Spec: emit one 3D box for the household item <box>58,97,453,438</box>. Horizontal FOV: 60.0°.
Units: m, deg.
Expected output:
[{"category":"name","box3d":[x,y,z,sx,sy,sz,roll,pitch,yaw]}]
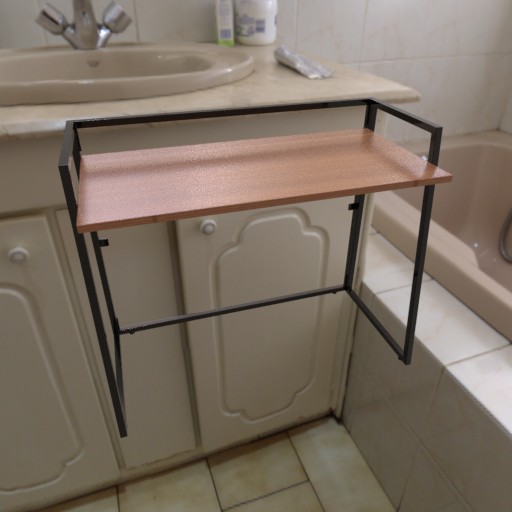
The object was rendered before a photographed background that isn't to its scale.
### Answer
[{"category":"household item","box3d":[0.000,0.000,1.497,1.050,0.860,0.510,-9,33,-15]}]
